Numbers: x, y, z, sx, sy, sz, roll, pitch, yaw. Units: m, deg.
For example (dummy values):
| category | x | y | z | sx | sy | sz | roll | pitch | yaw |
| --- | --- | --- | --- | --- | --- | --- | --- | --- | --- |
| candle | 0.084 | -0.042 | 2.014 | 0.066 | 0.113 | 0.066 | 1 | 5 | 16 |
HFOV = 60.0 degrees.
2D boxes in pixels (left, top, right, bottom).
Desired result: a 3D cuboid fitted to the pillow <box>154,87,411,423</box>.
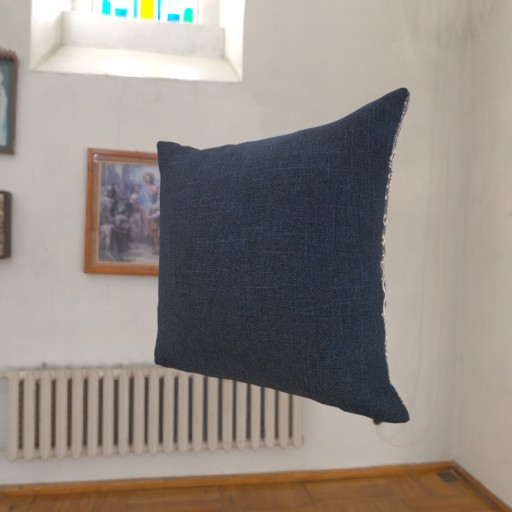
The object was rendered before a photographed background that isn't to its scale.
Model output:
| category | x | y | z | sx | sy | sz | roll | pitch | yaw |
| --- | --- | --- | --- | --- | --- | --- | --- | --- | --- |
| pillow | 0.000 | 0.000 | 0.792 | 0.546 | 0.487 | 0.180 | 0 | 1 | 37 |
